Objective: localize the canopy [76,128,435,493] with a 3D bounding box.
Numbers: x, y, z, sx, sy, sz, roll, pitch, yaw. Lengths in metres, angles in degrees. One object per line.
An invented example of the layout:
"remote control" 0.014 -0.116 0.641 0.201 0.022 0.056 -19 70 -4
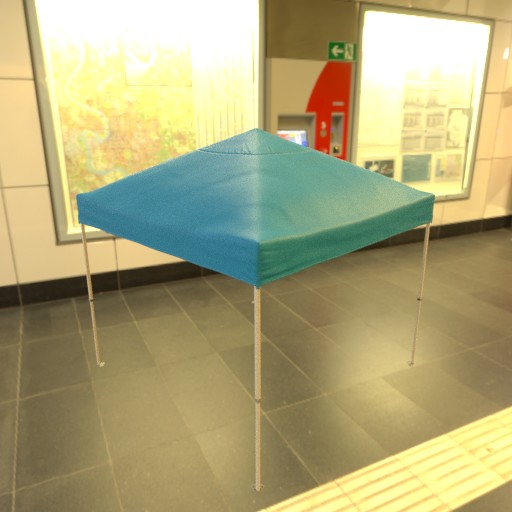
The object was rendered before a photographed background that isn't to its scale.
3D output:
"canopy" 0.000 0.000 5.394 2.996 2.997 2.998 17 24 42
